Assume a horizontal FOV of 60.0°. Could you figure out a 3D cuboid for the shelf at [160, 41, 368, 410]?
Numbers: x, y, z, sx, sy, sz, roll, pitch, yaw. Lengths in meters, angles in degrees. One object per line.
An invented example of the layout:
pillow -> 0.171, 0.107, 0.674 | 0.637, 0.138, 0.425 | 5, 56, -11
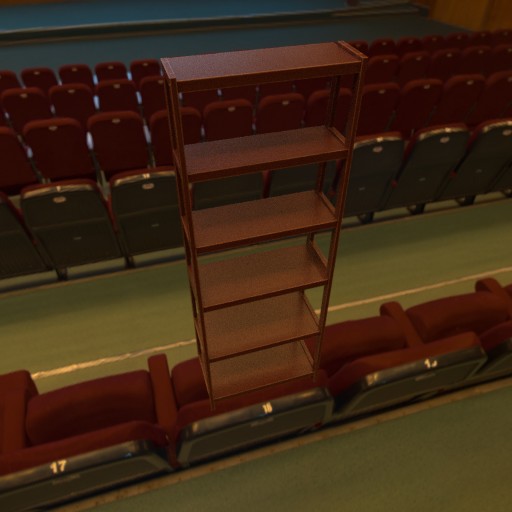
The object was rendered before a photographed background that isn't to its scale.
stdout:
shelf -> 0.000, 0.000, 2.148 | 0.660, 1.892, 0.381 | -12, 43, -13
